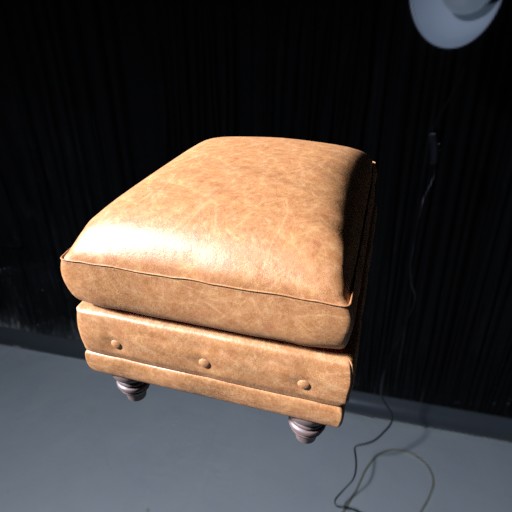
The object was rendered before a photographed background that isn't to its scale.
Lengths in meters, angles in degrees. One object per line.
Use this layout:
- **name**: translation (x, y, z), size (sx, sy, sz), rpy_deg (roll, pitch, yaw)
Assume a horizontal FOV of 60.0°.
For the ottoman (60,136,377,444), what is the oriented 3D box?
- **ottoman**: translation (0.000, 0.000, 1.067), size (0.533, 0.480, 0.710), rpy_deg (8, 31, 14)
